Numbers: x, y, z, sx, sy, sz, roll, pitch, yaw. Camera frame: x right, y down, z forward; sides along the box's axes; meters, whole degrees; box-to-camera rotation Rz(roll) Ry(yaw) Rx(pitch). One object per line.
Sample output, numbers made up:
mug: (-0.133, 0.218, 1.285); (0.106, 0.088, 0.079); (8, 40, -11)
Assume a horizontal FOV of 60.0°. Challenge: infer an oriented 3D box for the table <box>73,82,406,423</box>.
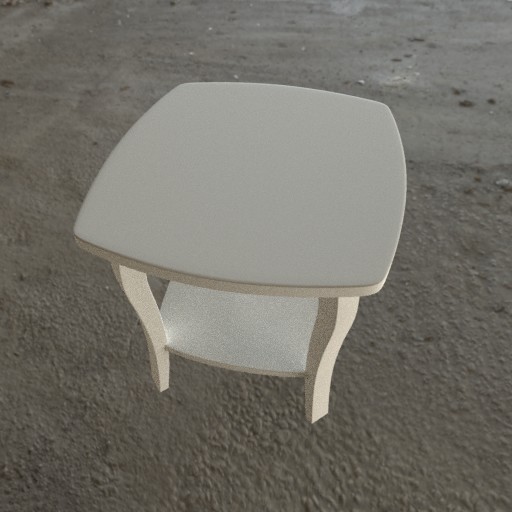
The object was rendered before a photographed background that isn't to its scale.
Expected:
table: (0.000, 0.000, 0.841); (0.451, 0.438, 0.502); (9, 47, 8)
